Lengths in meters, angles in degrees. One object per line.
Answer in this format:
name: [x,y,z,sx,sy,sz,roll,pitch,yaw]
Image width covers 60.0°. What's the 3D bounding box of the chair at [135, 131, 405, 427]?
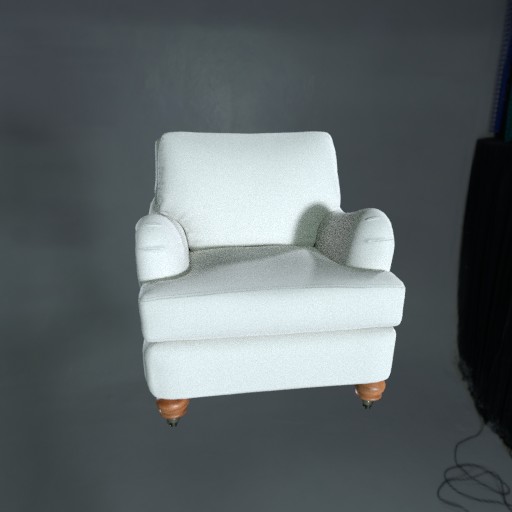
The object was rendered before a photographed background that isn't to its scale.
chair: [0.000,0.000,1.938,0.955,1.038,1.070,-2,17,-8]
